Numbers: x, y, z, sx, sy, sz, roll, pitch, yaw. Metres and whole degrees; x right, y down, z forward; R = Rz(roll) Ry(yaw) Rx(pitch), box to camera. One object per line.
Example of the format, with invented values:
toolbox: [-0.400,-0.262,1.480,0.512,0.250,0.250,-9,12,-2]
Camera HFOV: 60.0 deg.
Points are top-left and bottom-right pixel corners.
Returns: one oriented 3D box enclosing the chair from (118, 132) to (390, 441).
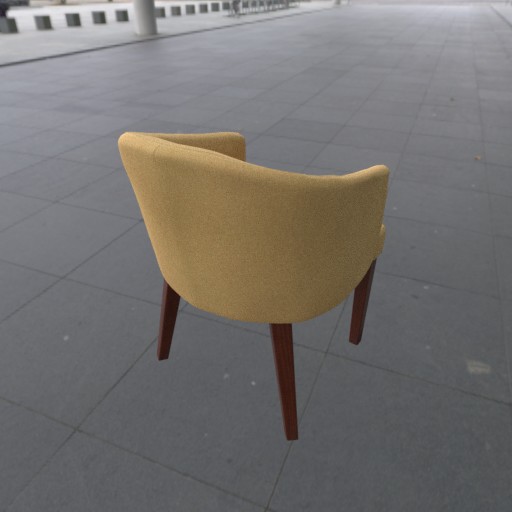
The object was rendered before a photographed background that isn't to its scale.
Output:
chair: [0.000,0.000,1.279,0.583,0.811,0.655,22,38,31]
